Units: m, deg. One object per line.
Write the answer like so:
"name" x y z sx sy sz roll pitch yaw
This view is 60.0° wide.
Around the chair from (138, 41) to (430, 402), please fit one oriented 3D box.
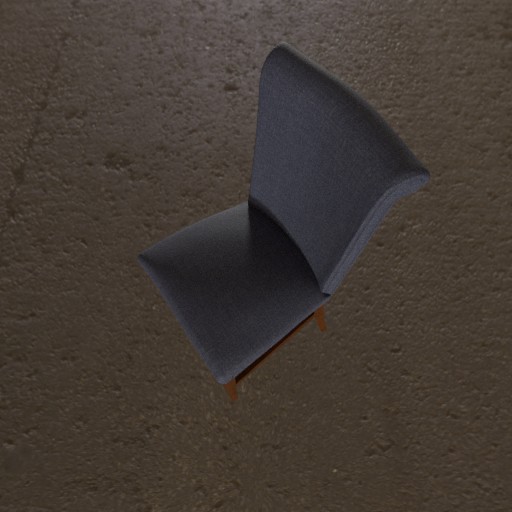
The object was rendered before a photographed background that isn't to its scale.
"chair" 0.000 0.000 1.376 0.608 0.988 0.513 -32 68 -15
